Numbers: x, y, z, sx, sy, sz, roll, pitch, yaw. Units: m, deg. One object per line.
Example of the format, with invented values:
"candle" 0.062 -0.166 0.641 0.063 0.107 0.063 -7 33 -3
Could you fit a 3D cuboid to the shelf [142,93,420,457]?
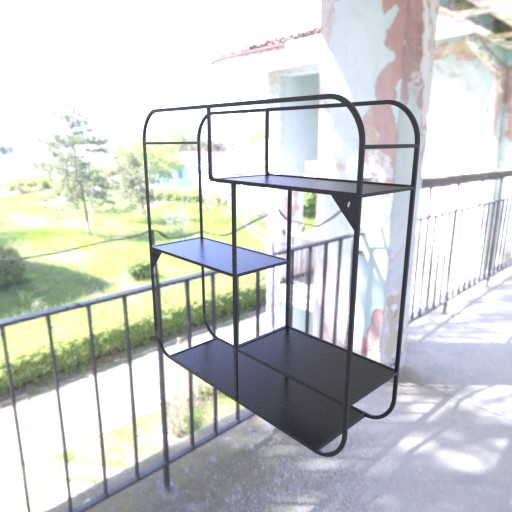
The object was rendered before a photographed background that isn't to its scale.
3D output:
"shelf" 0.000 0.000 0.929 0.160 0.600 0.600 -14 20 -41
